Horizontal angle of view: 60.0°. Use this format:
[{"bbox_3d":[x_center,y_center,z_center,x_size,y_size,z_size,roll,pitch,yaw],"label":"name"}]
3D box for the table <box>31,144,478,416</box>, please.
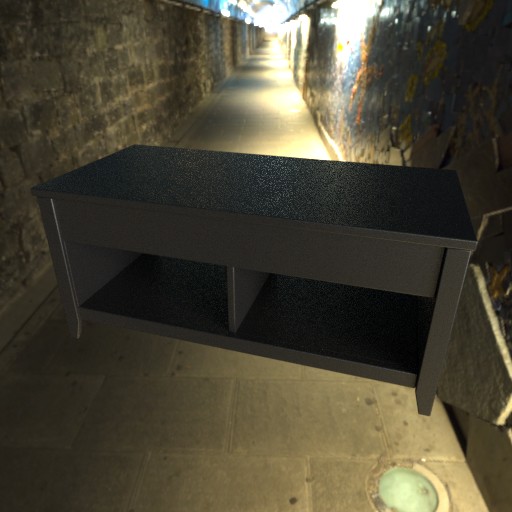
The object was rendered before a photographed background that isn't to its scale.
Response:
[{"bbox_3d":[0.000,0.000,1.267,1.016,0.457,0.483,8,28,15],"label":"table"}]
